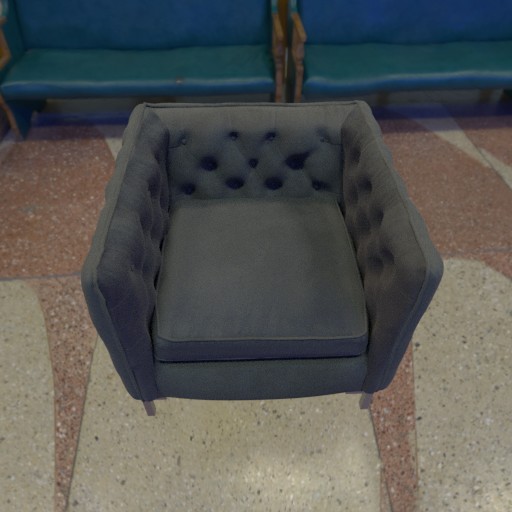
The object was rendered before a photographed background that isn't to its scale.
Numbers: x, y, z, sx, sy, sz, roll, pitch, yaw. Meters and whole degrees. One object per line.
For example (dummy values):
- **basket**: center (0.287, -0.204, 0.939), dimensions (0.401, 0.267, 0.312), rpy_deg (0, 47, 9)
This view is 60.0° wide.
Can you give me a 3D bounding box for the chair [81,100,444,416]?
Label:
- **chair**: center (0.000, 0.000, 1.640), dimensions (0.946, 0.807, 0.913), rpy_deg (-1, 46, -1)
